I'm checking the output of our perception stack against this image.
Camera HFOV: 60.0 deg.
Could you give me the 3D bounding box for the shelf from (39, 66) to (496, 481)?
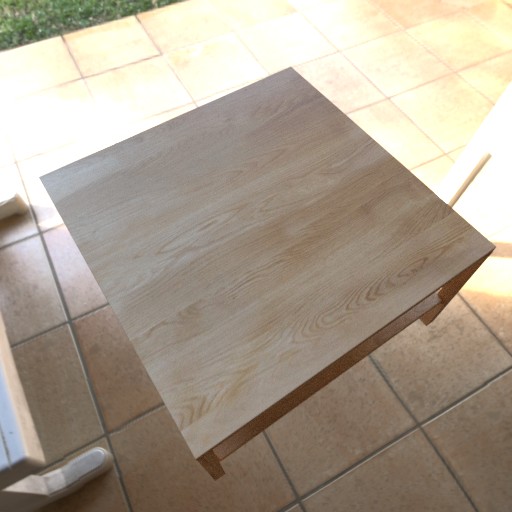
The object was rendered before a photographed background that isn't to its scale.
[{"bbox_3d":[0.000,0.000,1.415,0.899,0.480,0.899,-30,63,-17],"label":"shelf"}]
